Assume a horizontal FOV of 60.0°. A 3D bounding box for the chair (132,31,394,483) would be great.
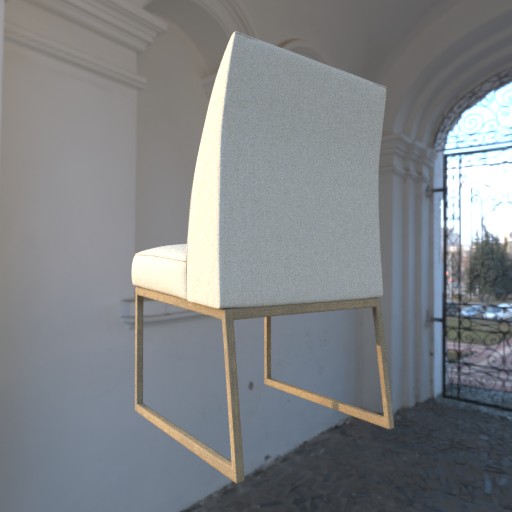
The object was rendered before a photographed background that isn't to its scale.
[{"bbox_3d":[0.000,0.000,1.184,0.508,0.863,0.522,1,-1,-36],"label":"chair"}]
